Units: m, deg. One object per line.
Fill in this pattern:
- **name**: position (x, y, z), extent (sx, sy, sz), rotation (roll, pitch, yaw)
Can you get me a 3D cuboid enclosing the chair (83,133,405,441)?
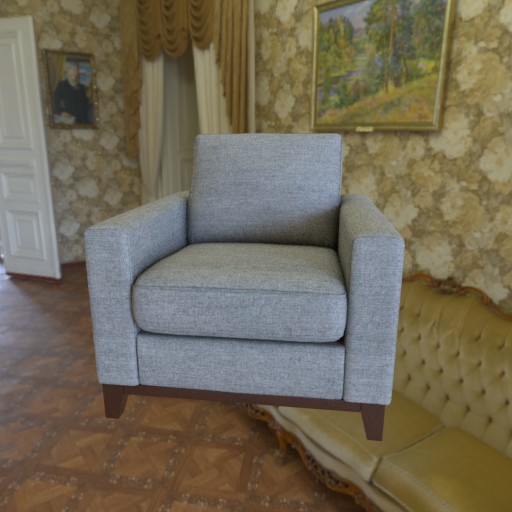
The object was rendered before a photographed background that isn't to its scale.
- **chair**: position (0.000, 0.000, 1.875), extent (1.024, 1.010, 1.038), rotation (2, 15, 7)
